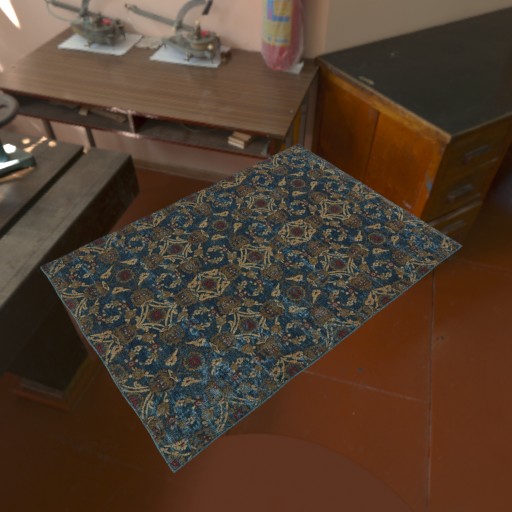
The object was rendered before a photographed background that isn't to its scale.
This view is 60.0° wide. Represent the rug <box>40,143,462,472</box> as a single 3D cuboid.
[{"bbox_3d":[0.000,0.000,4.223,3.291,0.013,2.337,-31,54,-26],"label":"rug"}]
